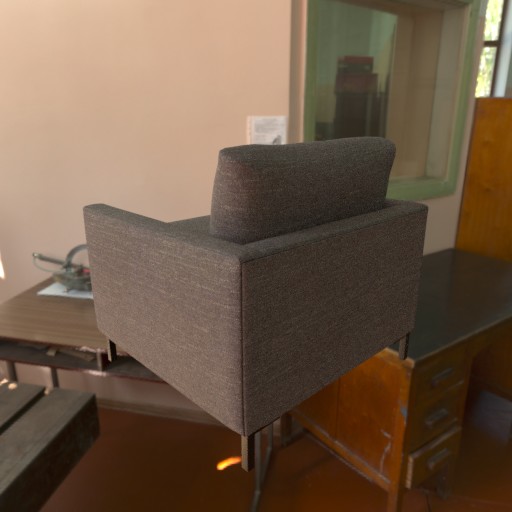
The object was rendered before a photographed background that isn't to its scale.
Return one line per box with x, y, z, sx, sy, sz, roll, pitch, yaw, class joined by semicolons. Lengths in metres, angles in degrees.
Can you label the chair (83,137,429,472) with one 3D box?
0.000;0.000;1.615;0.940;0.841;0.845;-16;23;-41;chair
